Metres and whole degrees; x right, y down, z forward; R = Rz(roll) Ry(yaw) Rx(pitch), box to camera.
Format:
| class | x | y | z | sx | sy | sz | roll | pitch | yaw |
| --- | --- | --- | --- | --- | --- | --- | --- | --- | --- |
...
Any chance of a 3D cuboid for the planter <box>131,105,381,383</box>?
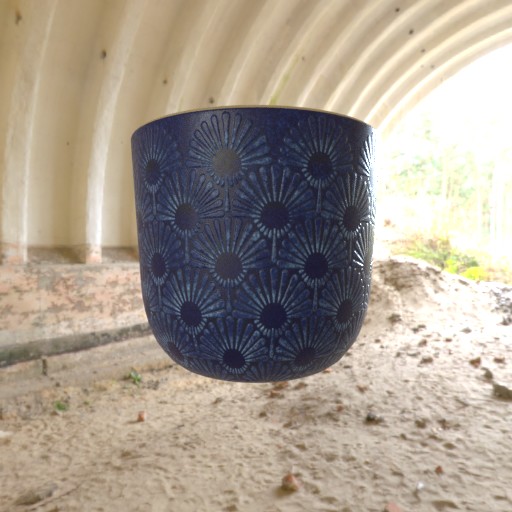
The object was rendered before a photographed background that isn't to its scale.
| class | x | y | z | sx | sy | sz | roll | pitch | yaw |
| --- | --- | --- | --- | --- | --- | --- | --- | --- | --- |
| planter | 0.000 | 0.000 | 0.379 | 0.206 | 0.190 | 0.206 | 0 | 0 | 0 |
